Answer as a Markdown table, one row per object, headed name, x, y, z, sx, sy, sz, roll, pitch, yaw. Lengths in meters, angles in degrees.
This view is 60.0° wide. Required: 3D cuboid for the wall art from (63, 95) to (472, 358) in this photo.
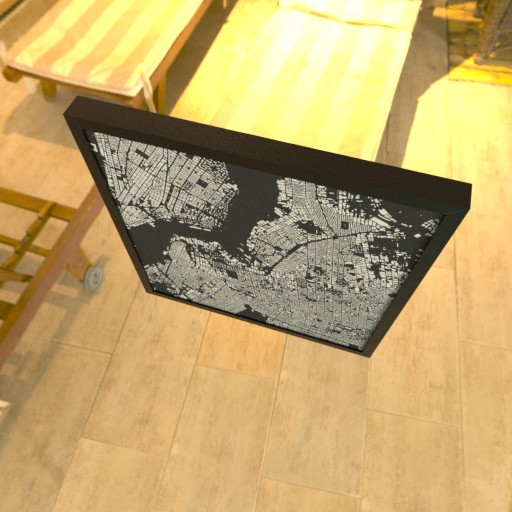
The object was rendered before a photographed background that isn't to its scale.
| name | x | y | z | sx | sy | sz | roll | pitch | yaw |
| --- | --- | --- | --- | --- | --- | --- | --- | --- | --- |
| wall art | 0.000 | 0.000 | 0.752 | 0.506 | 0.506 | 0.038 | 15 | 60 | 9 |
